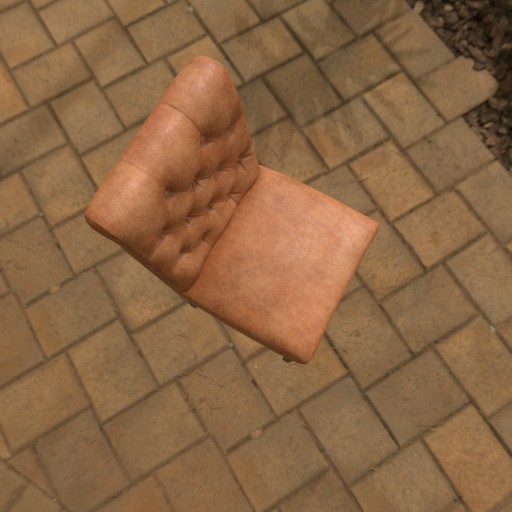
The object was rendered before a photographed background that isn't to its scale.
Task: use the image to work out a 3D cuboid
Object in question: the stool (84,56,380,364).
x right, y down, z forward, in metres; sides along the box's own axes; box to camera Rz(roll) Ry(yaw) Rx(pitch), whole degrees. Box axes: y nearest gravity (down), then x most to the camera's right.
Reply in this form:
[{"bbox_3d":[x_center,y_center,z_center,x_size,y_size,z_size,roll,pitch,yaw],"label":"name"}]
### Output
[{"bbox_3d":[0.000,0.000,1.460,0.601,1.140,0.493,29,78,7],"label":"stool"}]
